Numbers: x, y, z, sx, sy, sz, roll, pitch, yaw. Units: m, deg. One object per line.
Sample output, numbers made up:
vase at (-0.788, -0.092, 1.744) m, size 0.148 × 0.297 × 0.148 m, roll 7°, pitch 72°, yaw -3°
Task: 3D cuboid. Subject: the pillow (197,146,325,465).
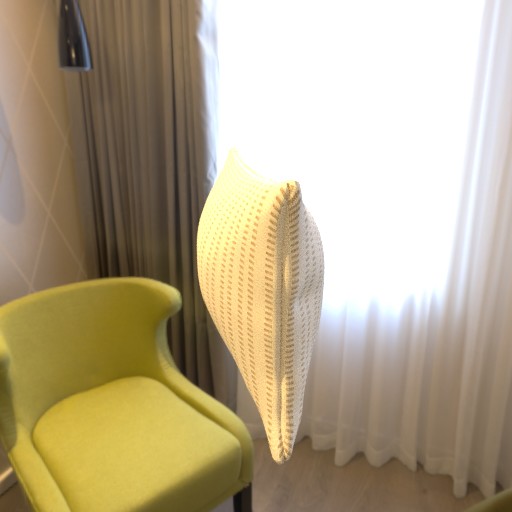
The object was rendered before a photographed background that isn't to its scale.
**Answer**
pillow at (0.000, 0.000, 0.801) m, size 0.210 × 0.353 × 0.640 m, roll -2°, pitch 17°, yaw -8°
